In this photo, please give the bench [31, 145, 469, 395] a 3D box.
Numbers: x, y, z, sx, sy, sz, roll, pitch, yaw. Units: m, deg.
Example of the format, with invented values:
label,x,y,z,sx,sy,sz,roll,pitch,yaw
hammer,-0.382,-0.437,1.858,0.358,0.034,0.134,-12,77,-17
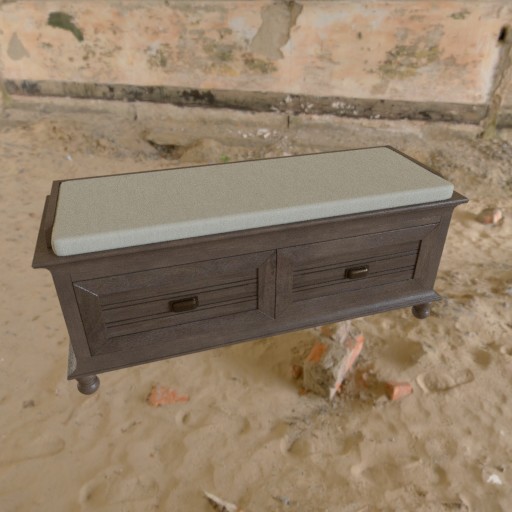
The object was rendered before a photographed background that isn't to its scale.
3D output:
label,x,y,z,sx,sy,sz,roll,pitch,yaw
bench,0.000,0.000,1.415,1.185,0.501,0.402,-9,33,-15
